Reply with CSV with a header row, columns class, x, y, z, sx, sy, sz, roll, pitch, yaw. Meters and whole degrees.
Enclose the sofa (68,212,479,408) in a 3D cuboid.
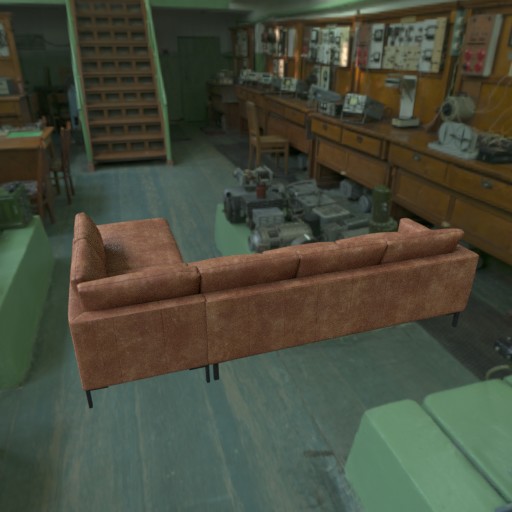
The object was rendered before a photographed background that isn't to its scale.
class,x,y,z,sx,sy,sz,roll,pitch,yaw
sofa,0.000,0.000,3.875,2.984,0.877,1.938,-8,27,-17
